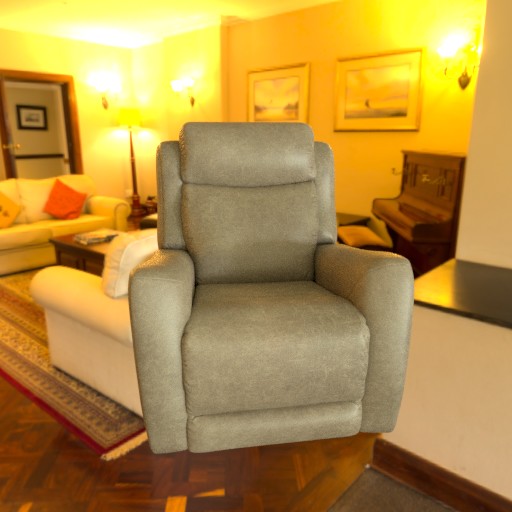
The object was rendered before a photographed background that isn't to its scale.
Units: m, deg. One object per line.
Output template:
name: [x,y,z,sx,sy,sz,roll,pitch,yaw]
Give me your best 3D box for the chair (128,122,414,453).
chair: [0.000,0.000,1.883,0.967,1.116,1.068,-2,15,-7]
